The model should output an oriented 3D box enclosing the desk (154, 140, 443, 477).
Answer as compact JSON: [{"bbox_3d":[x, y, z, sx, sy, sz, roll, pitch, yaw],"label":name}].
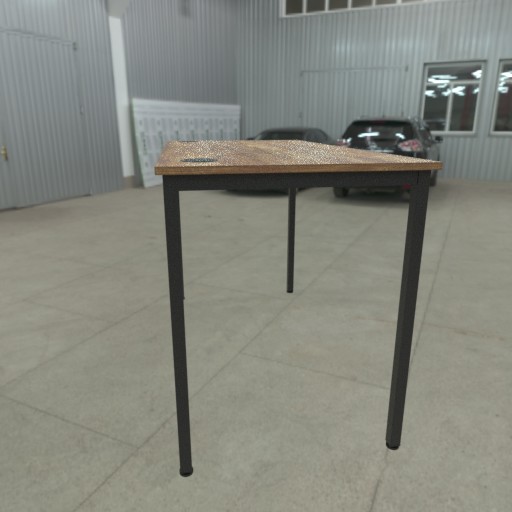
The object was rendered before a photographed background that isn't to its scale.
[{"bbox_3d":[0.000,0.000,1.567,0.600,0.749,1.200,-3,17,-9],"label":"desk"}]
